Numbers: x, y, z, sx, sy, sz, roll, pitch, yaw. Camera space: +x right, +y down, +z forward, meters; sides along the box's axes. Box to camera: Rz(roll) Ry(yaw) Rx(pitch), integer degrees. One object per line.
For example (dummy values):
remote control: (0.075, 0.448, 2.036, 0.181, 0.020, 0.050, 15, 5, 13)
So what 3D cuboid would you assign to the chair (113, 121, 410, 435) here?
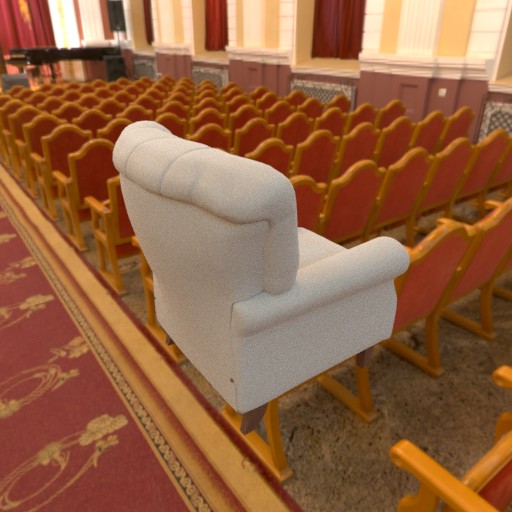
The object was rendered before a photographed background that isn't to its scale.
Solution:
chair: (0.000, 0.000, 2.113, 1.128, 1.217, 1.090, -18, 32, -31)
